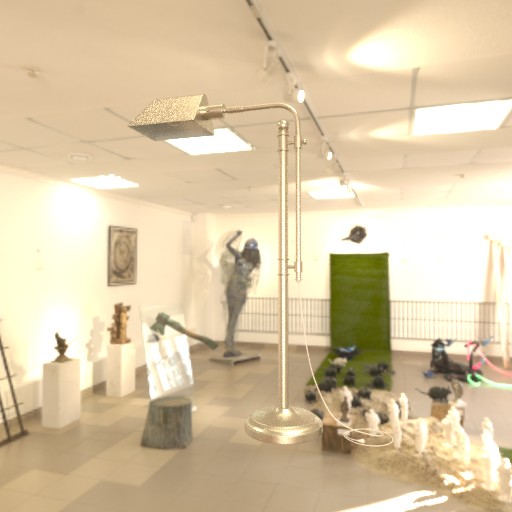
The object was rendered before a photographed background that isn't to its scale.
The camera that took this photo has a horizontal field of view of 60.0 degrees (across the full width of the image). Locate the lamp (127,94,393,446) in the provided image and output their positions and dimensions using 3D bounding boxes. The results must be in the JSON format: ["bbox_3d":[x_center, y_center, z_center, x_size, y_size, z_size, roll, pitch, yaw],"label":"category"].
[{"bbox_3d":[0.000,0.000,0.930,0.546,0.708,0.159,0,-1,17],"label":"lamp"}]
